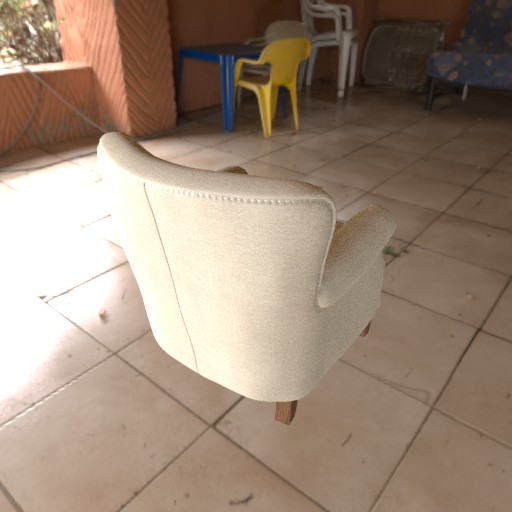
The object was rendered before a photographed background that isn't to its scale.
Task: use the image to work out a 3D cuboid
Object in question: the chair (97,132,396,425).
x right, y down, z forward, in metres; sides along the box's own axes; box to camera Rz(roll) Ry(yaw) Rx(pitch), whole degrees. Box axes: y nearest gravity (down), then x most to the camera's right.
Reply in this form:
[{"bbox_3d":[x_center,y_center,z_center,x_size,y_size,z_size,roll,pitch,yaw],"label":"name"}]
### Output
[{"bbox_3d":[0.000,0.000,1.660,0.861,0.936,0.921,22,37,32],"label":"chair"}]
